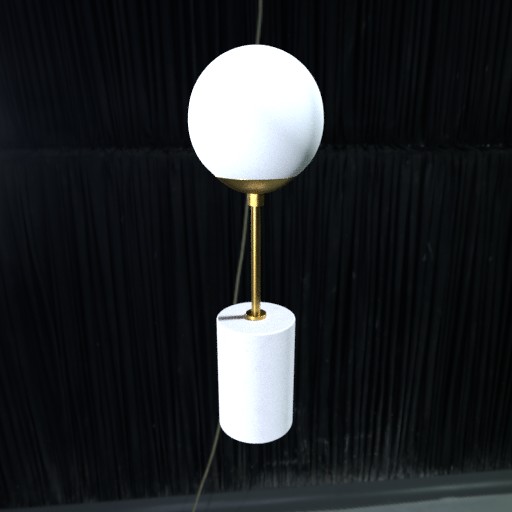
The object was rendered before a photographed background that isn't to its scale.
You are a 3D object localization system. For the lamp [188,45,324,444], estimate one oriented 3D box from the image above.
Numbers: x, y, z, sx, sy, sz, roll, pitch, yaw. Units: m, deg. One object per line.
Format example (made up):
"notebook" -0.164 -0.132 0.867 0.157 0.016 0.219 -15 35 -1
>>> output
"lamp" 0.000 0.000 0.554 0.153 0.480 0.153 0 17 0
